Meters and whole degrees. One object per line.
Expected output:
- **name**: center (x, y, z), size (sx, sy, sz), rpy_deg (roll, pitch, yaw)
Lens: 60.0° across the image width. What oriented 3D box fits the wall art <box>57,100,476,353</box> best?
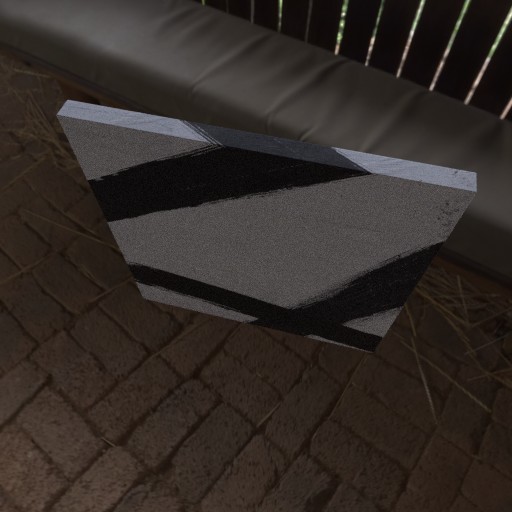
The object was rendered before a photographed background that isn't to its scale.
- **wall art**: center (0.000, 0.000, 1.119), size (0.765, 0.765, 0.046), rpy_deg (12, 59, 8)
